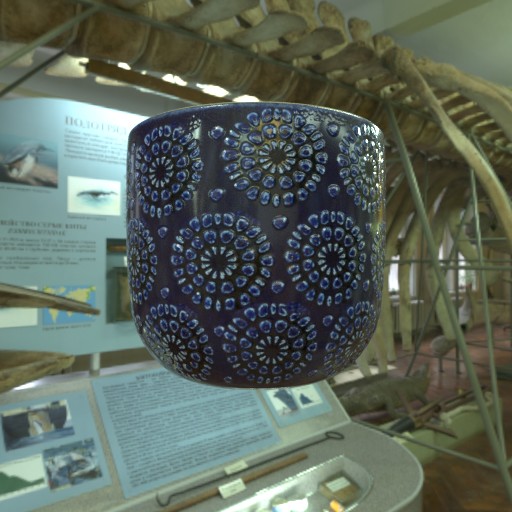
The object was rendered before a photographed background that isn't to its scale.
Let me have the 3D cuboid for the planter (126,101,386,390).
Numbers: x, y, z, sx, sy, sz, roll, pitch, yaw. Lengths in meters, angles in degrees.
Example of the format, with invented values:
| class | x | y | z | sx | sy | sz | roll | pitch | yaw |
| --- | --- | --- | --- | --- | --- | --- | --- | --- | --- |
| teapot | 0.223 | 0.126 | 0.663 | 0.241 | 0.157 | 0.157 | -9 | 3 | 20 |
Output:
| class | x | y | z | sx | sy | sz | roll | pitch | yaw |
| --- | --- | --- | --- | --- | --- | --- | --- | --- | --- |
| planter | 0.000 | 0.000 | 0.293 | 0.165 | 0.149 | 0.165 | 0 | 0 | 0 |
